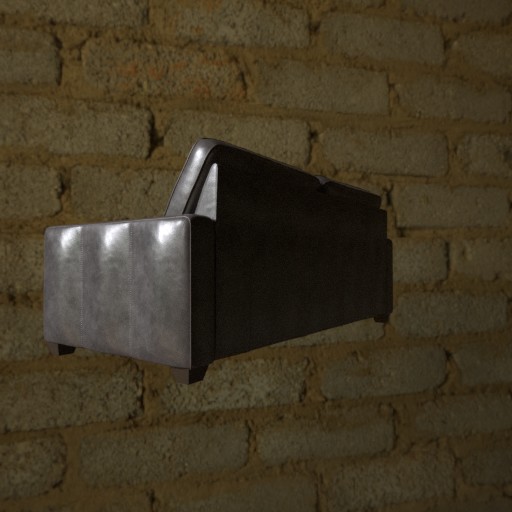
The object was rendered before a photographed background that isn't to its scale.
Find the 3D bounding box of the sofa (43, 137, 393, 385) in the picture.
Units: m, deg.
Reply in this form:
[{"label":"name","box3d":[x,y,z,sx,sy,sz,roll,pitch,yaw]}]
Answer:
[{"label":"sofa","box3d":[0.000,0.000,2.587,0.939,0.916,2.081,-1,-1,36]}]
